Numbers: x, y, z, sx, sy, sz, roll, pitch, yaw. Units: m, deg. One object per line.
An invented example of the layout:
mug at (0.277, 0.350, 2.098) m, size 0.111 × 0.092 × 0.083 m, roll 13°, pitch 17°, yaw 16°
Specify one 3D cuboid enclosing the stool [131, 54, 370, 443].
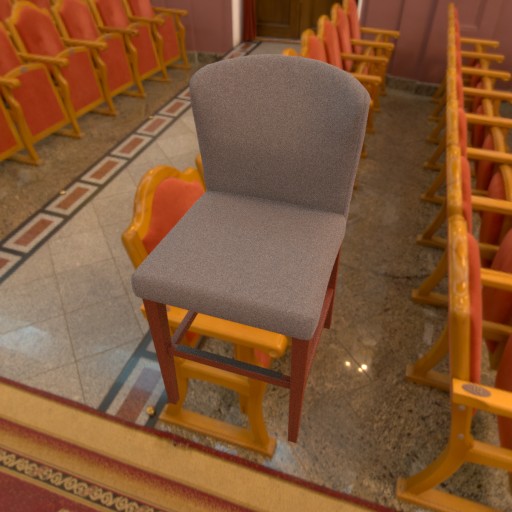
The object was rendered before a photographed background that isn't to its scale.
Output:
stool at (0.000, 0.000, 1.290) m, size 0.481 × 0.968 × 0.568 m, roll 12°, pitch 41°, yaw 15°
